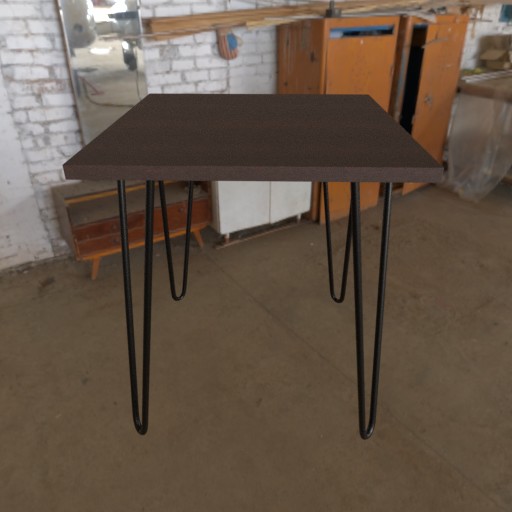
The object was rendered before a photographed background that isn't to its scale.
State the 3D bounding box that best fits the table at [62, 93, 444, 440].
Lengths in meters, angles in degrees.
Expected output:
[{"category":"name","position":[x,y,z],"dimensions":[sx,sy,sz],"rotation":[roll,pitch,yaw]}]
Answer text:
[{"category":"table","position":[0.000,0.000,0.929],"dimensions":[0.495,0.559,0.495],"rotation":[1,30,1]}]
